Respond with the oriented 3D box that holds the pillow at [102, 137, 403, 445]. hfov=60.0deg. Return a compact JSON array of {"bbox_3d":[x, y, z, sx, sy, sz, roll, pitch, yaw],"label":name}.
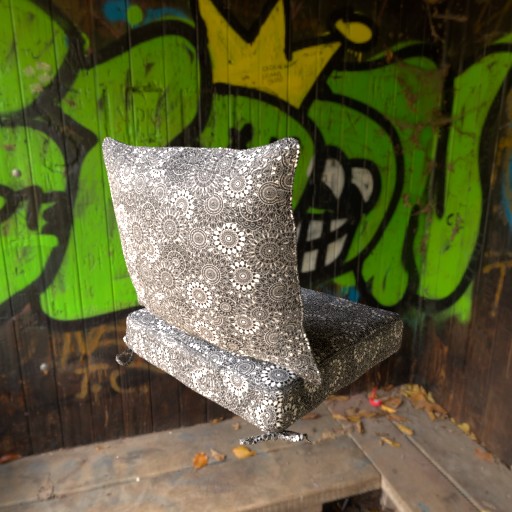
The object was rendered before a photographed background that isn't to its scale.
[{"bbox_3d":[0.000,0.000,1.392,0.798,0.722,0.740,14,20,42],"label":"pillow"}]
